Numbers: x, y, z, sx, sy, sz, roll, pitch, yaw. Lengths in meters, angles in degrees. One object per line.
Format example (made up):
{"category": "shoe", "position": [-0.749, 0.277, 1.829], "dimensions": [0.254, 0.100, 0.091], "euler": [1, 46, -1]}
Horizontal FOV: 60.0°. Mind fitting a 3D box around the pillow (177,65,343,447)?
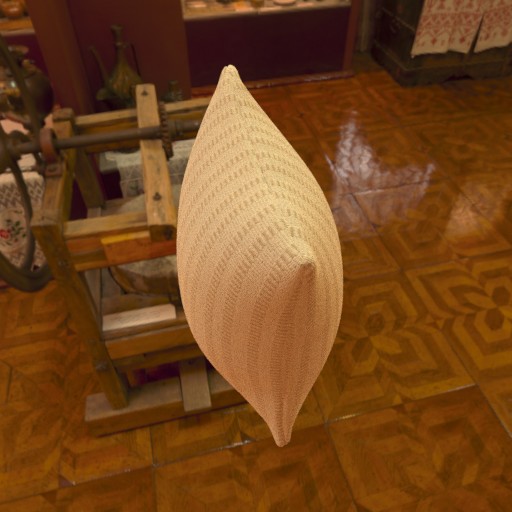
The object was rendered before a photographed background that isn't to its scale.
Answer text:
{"category": "pillow", "position": [0.000, 0.000, 0.687], "dimensions": [0.247, 0.419, 0.438], "euler": [-9, 47, -8]}
